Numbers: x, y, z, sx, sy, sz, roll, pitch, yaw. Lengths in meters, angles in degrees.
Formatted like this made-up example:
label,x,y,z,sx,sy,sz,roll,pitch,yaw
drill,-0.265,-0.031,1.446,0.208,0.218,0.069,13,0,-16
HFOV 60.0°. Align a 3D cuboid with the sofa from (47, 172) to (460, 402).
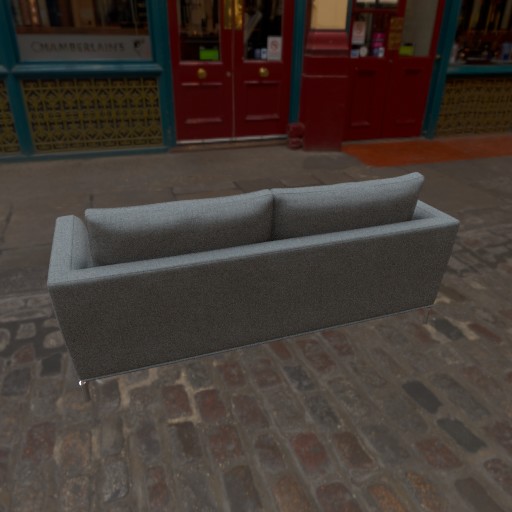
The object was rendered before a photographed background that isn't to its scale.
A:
label,x,y,z,sx,sy,sz,roll,pitch,yaw
sofa,0.000,0.000,2.696,2.212,1.002,0.869,-9,28,-17
